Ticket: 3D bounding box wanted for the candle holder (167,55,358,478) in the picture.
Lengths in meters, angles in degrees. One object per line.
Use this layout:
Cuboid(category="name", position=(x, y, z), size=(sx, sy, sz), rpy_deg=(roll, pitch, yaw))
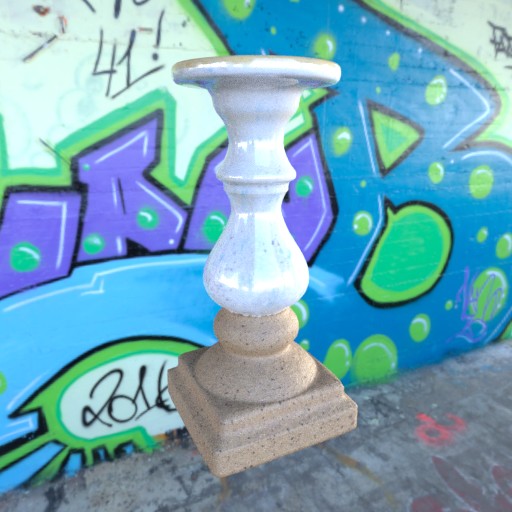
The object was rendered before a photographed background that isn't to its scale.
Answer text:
Cuboid(category="candle holder", position=(0.000, 0.000, 0.302), size=(0.110, 0.239, 0.110), rpy_deg=(-8, 18, -25))
